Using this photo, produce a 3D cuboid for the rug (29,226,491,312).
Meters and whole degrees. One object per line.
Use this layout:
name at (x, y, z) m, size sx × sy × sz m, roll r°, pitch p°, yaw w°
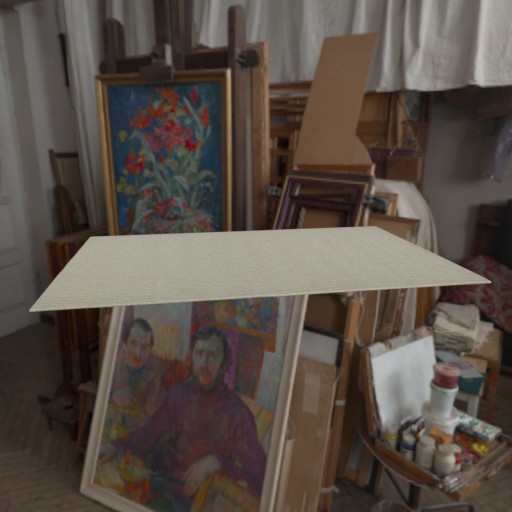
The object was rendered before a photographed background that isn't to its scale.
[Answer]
rug at (0.000, 0.000, 3.014) m, size 2.441 × 0.014 × 1.531 m, roll -3°, pitch 16°, yaw -9°
